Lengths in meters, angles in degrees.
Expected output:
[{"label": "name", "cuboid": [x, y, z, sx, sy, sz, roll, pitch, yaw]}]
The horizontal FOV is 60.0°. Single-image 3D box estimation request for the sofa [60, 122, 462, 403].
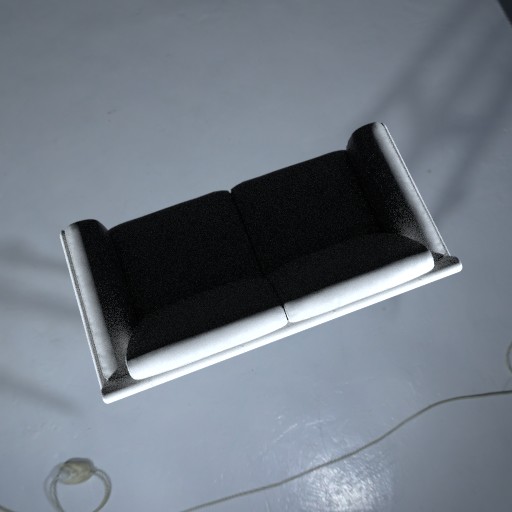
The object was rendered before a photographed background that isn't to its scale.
[{"label": "sofa", "cuboid": [0.000, 0.000, 2.681, 2.101, 0.930, 1.049, -20, 76, -5]}]
